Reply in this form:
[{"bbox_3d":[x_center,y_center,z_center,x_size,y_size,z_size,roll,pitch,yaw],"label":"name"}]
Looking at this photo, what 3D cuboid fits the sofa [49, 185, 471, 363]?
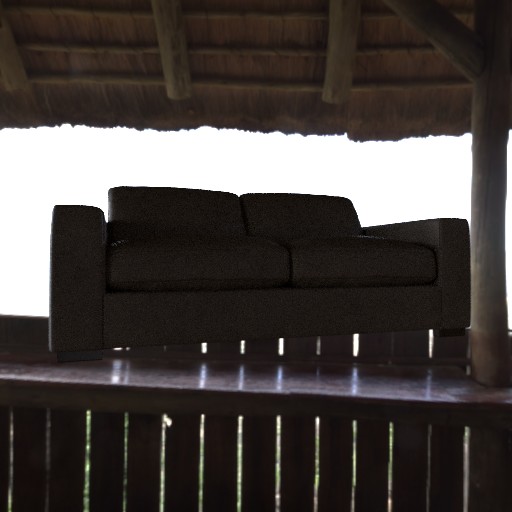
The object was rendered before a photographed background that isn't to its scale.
[{"bbox_3d":[0.000,0.000,2.384,1.920,0.800,1.070,0,0,-18],"label":"sofa"}]
